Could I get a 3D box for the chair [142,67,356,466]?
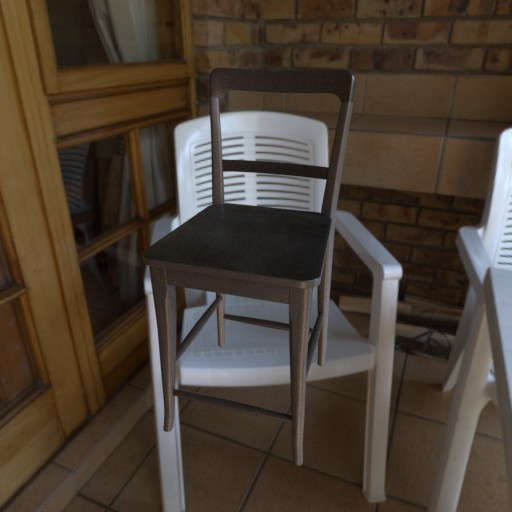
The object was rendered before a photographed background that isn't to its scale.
[{"bbox_3d":[0.000,0.000,1.300,0.450,0.991,0.546,8,27,15],"label":"chair"}]
